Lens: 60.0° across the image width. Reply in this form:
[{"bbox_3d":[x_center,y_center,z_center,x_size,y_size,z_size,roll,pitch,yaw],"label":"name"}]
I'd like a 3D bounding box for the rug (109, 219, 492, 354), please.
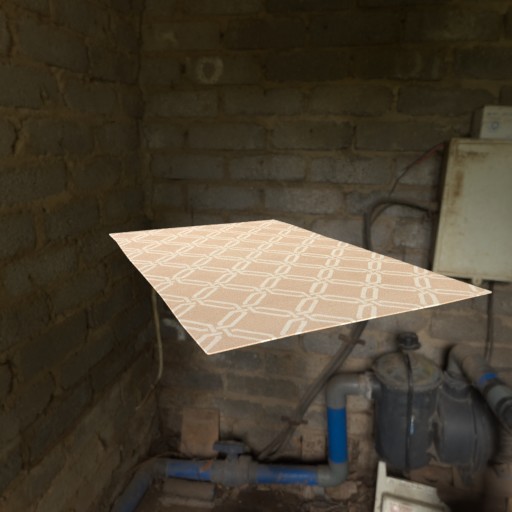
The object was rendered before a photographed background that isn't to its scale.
[{"bbox_3d":[0.000,0.000,2.179,1.146,0.010,1.745,-7,16,-25],"label":"rug"}]
